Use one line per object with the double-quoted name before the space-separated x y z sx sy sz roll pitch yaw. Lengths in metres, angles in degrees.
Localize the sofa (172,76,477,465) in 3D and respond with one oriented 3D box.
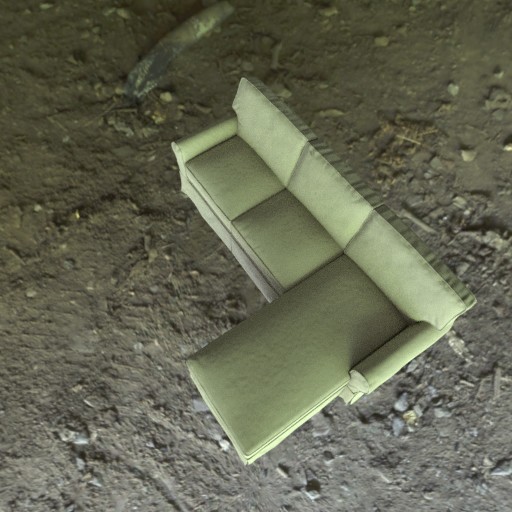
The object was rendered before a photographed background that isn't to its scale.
"sofa" 0.000 0.000 3.310 1.733 0.978 2.475 -32 67 -15
